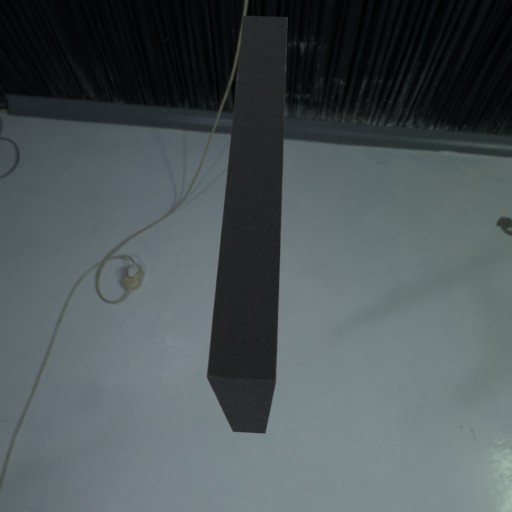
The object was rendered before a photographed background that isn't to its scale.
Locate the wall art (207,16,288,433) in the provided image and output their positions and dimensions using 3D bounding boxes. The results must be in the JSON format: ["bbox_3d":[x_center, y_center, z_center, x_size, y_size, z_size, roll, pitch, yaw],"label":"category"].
[{"bbox_3d":[0.000,0.000,0.446,0.038,0.305,0.305,3,63,1],"label":"wall art"}]
